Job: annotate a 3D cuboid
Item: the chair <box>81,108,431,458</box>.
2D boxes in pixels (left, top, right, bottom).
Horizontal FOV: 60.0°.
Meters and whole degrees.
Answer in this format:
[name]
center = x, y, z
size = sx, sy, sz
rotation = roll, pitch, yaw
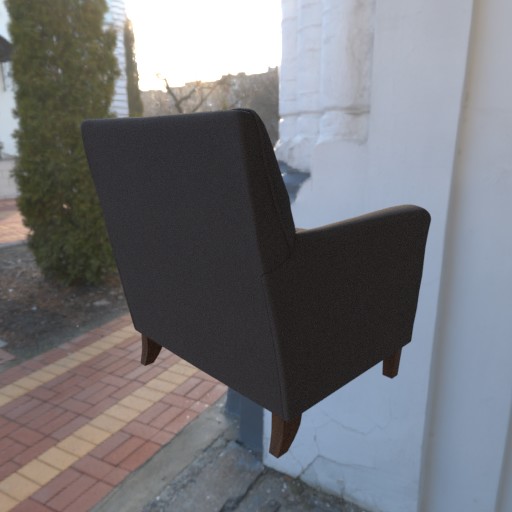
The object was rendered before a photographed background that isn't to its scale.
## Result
[chair]
center = 0.000, 0.000, 1.530
size = 0.831, 0.911, 0.836
rotation = -14, 20, -42
